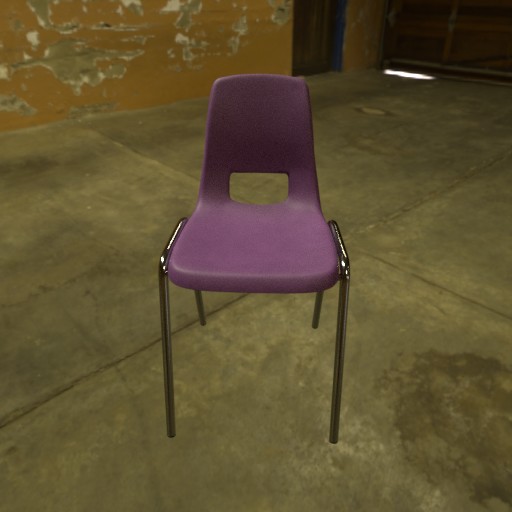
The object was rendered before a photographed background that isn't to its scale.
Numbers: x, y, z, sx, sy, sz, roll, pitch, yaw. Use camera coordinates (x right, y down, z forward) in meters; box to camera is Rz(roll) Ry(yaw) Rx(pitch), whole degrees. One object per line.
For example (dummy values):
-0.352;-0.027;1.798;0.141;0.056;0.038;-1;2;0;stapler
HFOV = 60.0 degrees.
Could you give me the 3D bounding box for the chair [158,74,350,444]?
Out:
0.000;0.000;0.990;0.381;0.704;0.432;1;30;2;chair
